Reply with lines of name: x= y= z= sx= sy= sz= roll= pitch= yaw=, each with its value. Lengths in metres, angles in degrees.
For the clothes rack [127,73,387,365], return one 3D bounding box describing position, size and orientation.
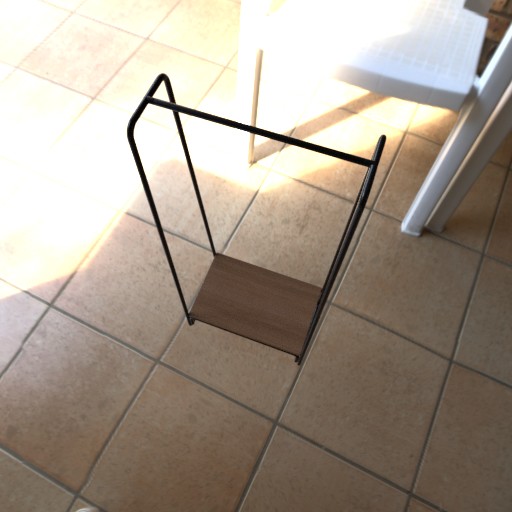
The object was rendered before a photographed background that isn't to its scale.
clothes rack: x=0.000 y=0.000 z=1.800 sx=0.640 sy=1.500 sz=0.400 roll=18 pitch=66 yaw=9
